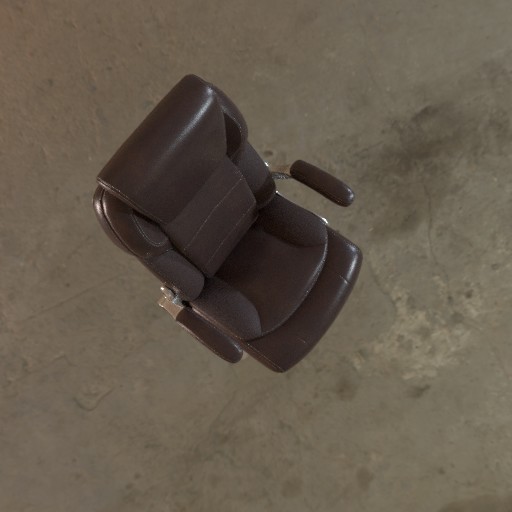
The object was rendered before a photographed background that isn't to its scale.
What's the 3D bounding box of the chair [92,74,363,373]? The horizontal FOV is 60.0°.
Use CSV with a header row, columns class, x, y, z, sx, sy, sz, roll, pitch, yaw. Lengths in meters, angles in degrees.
class,x,y,z,sx,sy,sz,roll,pitch,yaw
chair,0.000,0.000,1.635,0.774,1.160,0.733,35,78,8
